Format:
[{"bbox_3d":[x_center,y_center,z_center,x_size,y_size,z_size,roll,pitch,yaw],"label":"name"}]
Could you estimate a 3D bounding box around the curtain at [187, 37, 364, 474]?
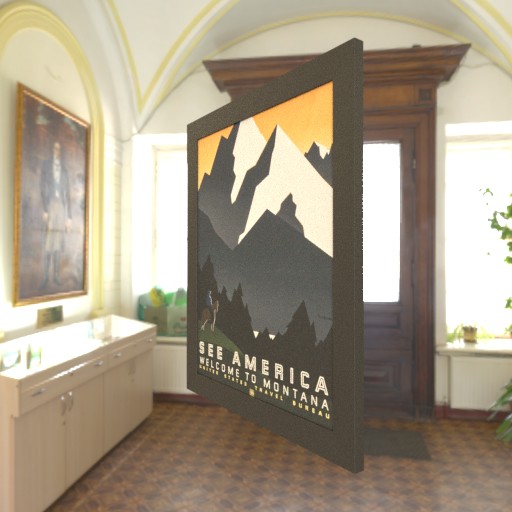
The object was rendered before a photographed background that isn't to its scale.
[{"bbox_3d":[0.000,0.000,0.796,0.027,0.585,0.483,0,0,-36],"label":"curtain"}]
